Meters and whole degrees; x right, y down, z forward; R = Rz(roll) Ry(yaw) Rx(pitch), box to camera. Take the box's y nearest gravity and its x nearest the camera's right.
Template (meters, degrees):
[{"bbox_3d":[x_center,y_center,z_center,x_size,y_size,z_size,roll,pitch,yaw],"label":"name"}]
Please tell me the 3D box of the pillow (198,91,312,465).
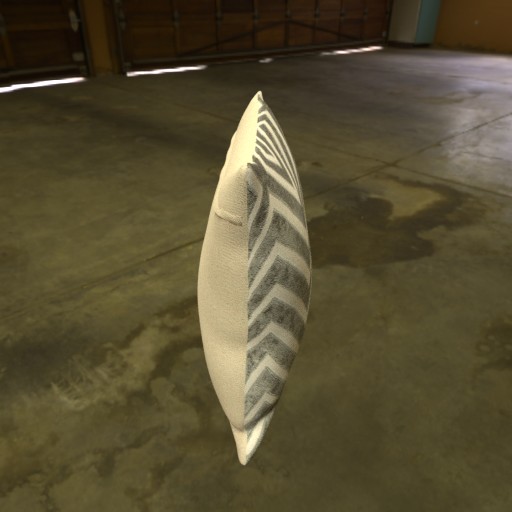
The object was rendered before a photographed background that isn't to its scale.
[{"bbox_3d":[0.000,0.000,0.709,0.182,0.441,0.440,1,30,2],"label":"pillow"}]
